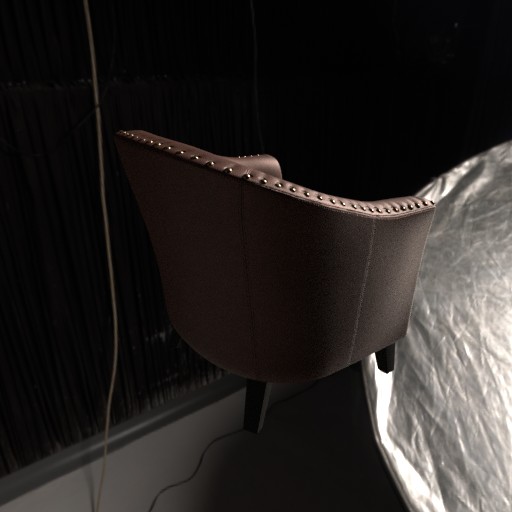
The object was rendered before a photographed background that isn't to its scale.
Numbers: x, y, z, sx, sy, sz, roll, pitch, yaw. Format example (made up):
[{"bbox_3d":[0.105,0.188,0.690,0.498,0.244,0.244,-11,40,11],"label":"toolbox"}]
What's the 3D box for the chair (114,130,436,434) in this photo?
[{"bbox_3d":[0.000,0.000,1.427,0.748,0.823,0.794,-17,30,-33],"label":"chair"}]
